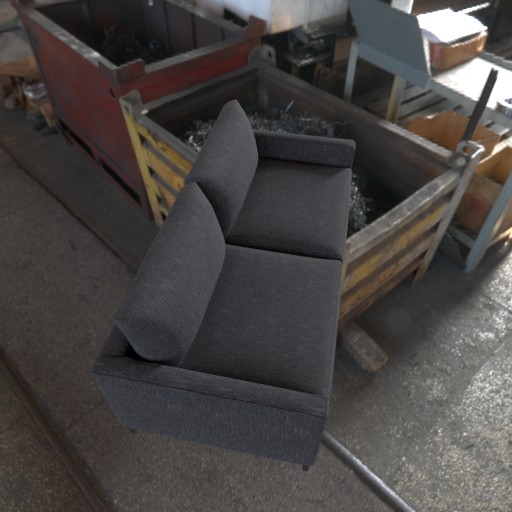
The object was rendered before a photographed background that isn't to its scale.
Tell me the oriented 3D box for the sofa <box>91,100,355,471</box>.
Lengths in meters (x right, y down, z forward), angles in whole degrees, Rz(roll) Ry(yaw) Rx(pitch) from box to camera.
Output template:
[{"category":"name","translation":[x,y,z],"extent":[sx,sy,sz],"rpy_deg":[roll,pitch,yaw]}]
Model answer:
[{"category":"sofa","translation":[0.000,0.000,2.210],"extent":[0.866,0.862,1.716],"rpy_deg":[9,48,8]}]
